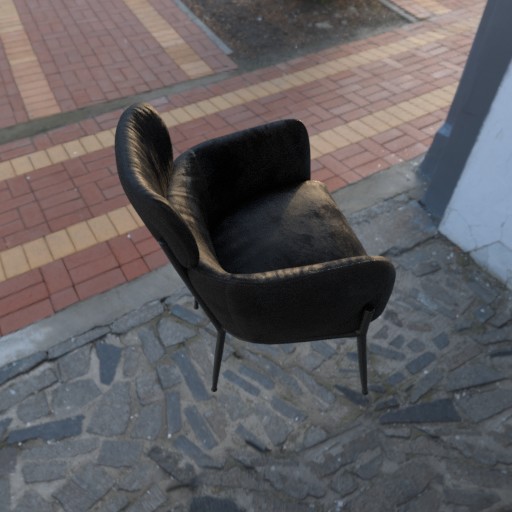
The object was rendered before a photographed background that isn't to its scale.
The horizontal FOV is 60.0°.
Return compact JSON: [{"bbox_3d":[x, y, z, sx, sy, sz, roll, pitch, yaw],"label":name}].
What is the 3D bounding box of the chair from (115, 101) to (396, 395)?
[{"bbox_3d":[0.000,0.000,1.256,0.604,0.818,0.640,-11,48,-10],"label":"chair"}]
